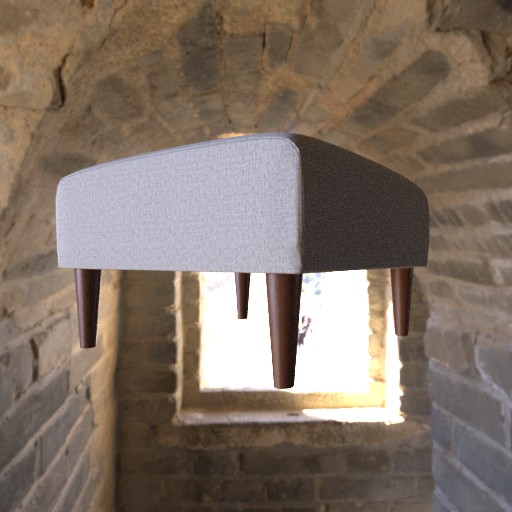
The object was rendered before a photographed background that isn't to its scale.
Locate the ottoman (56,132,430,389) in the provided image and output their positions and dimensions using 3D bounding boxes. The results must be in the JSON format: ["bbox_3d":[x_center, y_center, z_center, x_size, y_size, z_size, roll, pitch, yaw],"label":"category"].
[{"bbox_3d":[0.000,0.000,1.044,0.648,0.399,0.655,0,0,36],"label":"ottoman"}]
